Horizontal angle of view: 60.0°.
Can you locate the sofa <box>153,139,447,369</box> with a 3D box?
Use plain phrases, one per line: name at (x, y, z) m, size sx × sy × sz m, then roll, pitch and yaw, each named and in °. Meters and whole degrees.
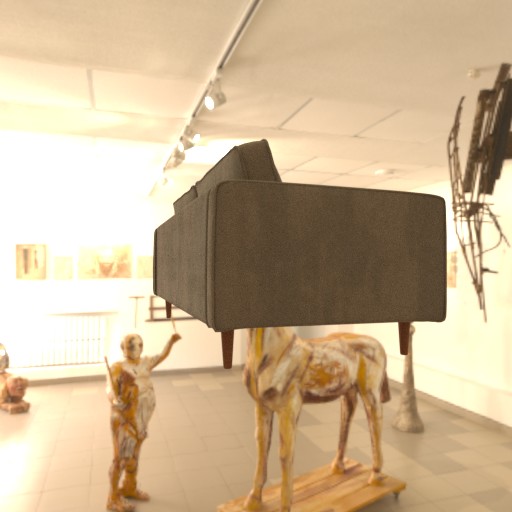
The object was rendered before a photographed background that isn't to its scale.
sofa at (0.000, 0.000, 2.426) m, size 0.924 × 0.825 × 1.920 m, roll 0°, pitch -1°, yaw -19°
